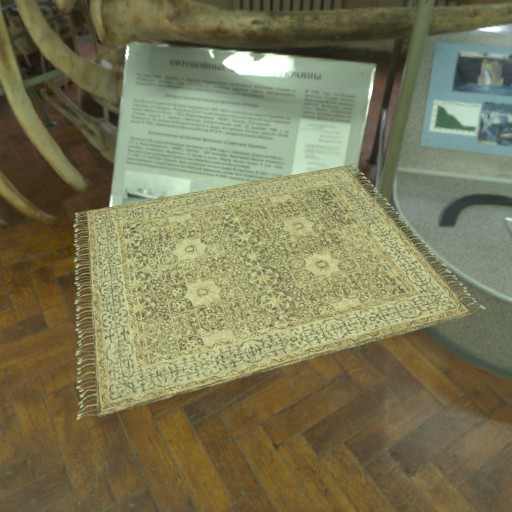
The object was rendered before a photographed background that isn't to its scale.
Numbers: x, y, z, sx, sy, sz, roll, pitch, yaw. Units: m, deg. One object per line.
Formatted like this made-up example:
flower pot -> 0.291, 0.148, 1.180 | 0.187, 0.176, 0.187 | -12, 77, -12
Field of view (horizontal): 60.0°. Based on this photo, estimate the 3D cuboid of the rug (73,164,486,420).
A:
rug -> 0.000, 0.000, 4.195 | 3.291, 0.017, 2.431 | -12, 44, -13
